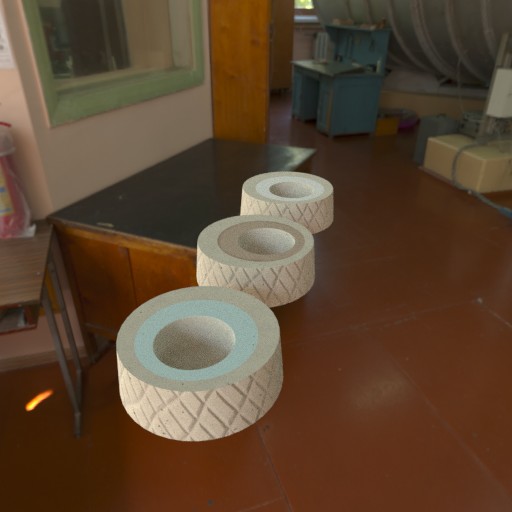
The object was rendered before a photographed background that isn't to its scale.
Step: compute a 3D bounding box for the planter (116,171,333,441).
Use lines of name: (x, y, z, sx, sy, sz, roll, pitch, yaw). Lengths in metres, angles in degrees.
planter: (0.000, 0.000, 0.419, 0.114, 0.038, 0.390, 8, 31, 14)
